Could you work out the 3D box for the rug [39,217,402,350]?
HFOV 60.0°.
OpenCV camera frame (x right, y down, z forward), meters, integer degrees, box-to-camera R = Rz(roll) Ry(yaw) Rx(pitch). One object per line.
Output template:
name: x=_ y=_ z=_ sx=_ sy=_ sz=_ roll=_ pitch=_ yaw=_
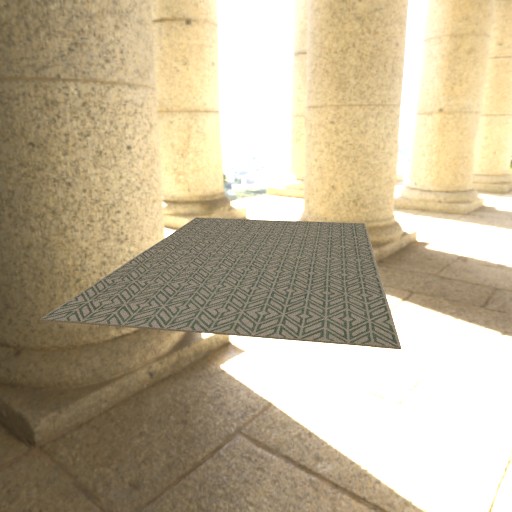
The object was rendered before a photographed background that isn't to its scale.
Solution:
rug: x=0.000 y=0.000 z=2.311 sx=1.220 sy=0.007 sz=1.828 roll=3 pitch=17 yaw=9
